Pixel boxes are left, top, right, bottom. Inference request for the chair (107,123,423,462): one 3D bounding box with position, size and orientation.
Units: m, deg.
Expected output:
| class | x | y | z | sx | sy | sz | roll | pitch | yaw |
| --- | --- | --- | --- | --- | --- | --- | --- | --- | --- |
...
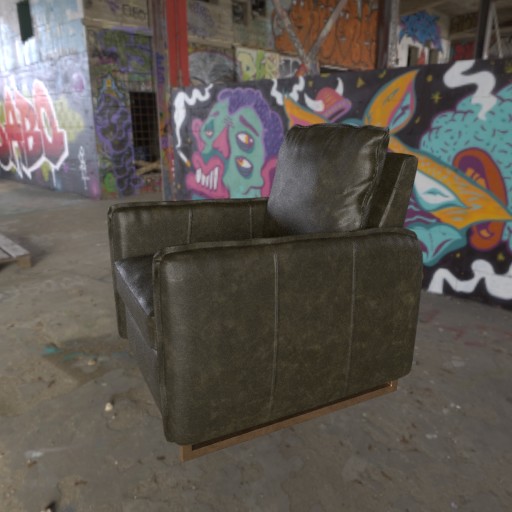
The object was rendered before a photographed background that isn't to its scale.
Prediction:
| class | x | y | z | sx | sy | sz | roll | pitch | yaw |
| --- | --- | --- | --- | --- | --- | --- | --- | --- | --- |
| chair | 0.000 | 0.000 | 1.598 | 0.921 | 0.921 | 0.830 | -8 | 18 | -25 |
